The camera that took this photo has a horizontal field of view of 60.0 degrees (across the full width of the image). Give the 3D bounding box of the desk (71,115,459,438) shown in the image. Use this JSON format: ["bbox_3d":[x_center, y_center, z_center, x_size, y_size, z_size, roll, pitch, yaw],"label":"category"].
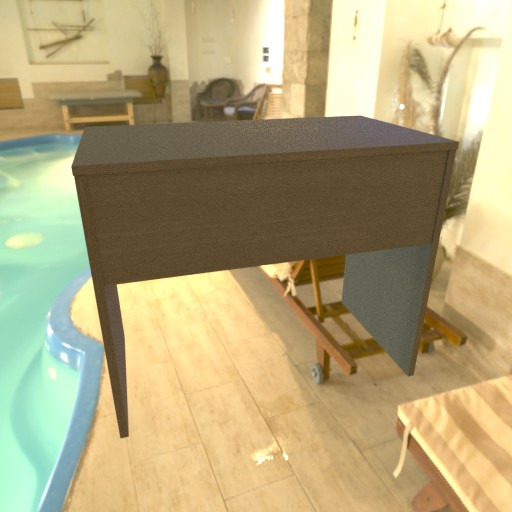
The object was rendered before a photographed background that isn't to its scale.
[{"bbox_3d":[0.000,0.000,1.342,0.893,0.724,0.498,-7,26,-15],"label":"desk"}]
